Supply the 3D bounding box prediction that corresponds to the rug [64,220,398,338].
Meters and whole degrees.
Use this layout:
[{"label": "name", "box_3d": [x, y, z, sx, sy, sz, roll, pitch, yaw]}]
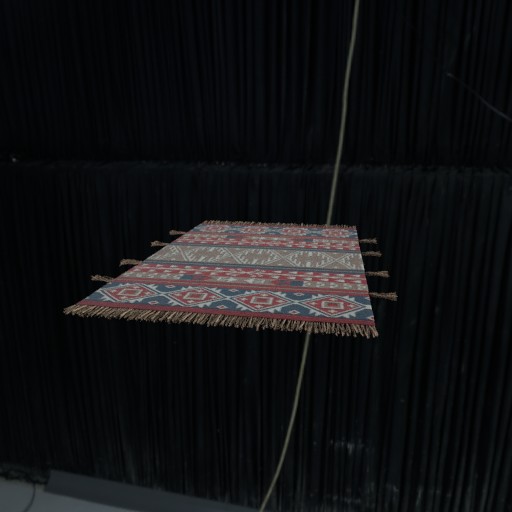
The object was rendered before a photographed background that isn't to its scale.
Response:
[{"label": "rug", "box_3d": [0.000, 0.000, 2.623, 1.469, 0.040, 2.025, 3, 15, 10]}]
